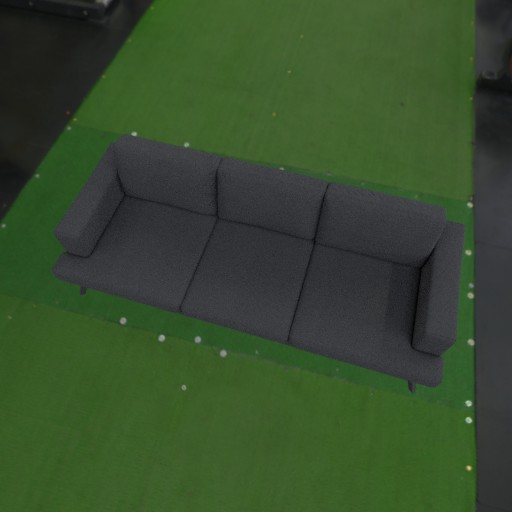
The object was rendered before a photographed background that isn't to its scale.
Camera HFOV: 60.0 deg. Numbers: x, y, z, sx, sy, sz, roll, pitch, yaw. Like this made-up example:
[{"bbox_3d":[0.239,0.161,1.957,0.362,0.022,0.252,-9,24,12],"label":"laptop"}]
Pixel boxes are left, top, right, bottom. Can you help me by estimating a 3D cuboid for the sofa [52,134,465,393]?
[{"bbox_3d":[0.000,0.000,2.687,2.310,0.810,0.920,15,60,9],"label":"sofa"}]
